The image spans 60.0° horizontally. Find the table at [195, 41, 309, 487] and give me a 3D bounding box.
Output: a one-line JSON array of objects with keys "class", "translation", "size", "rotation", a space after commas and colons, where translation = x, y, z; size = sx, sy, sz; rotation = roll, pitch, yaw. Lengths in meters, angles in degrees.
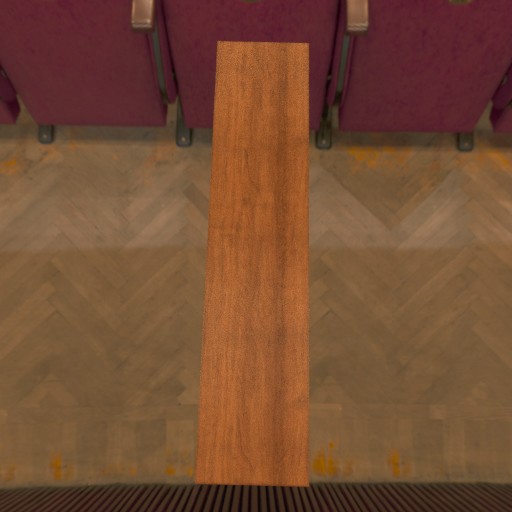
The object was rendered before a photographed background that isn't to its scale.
[{"class": "table", "translation": [0.000, 0.000, 2.085], "size": [0.425, 0.635, 1.815], "rotation": [1, 77, 0]}]
